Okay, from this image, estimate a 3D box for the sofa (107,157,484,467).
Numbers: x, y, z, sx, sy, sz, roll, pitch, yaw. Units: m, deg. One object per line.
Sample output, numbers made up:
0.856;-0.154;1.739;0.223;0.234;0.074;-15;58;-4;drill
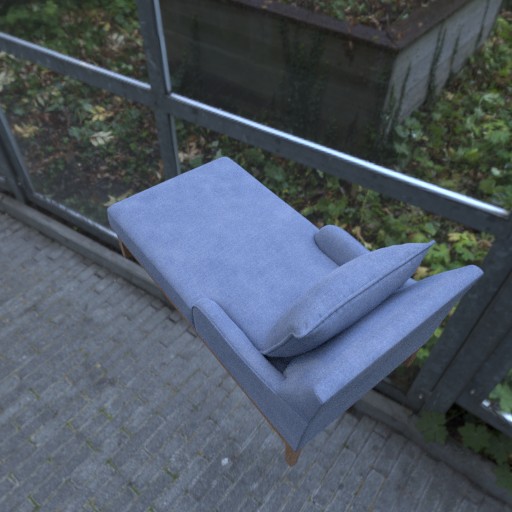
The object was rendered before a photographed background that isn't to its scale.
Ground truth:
0.000;0.000;2.291;0.904;0.883;1.779;-30;54;-25;sofa
